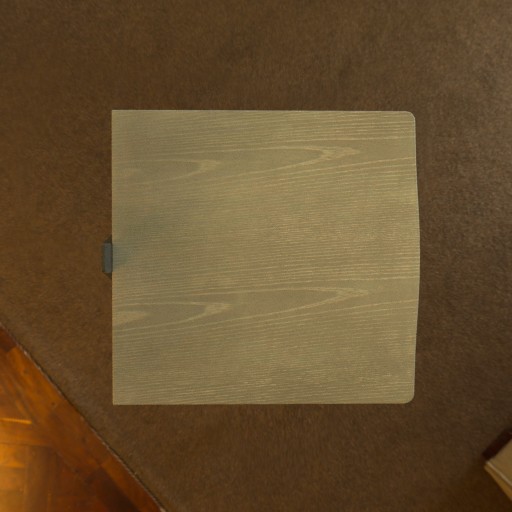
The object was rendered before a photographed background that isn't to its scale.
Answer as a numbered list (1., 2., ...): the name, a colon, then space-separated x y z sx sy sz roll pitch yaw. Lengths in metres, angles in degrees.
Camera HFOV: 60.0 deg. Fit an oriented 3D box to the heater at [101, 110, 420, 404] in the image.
1. heater: 0.000 0.000 0.751 0.400 0.481 0.362 0 91 -1
